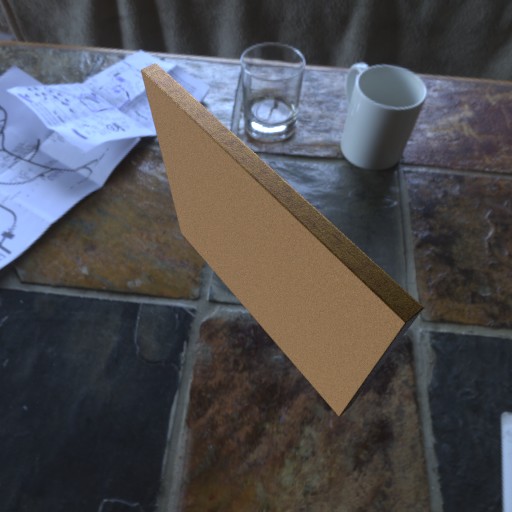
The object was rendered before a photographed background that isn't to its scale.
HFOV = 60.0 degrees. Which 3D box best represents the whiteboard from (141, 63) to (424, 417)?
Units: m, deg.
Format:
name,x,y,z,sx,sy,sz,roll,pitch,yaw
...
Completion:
name,x,y,z,sx,sy,sz,roll,pitch,yaw
whiteboard,0.000,0.000,0.795,0.029,0.457,0.561,-34,64,-19
